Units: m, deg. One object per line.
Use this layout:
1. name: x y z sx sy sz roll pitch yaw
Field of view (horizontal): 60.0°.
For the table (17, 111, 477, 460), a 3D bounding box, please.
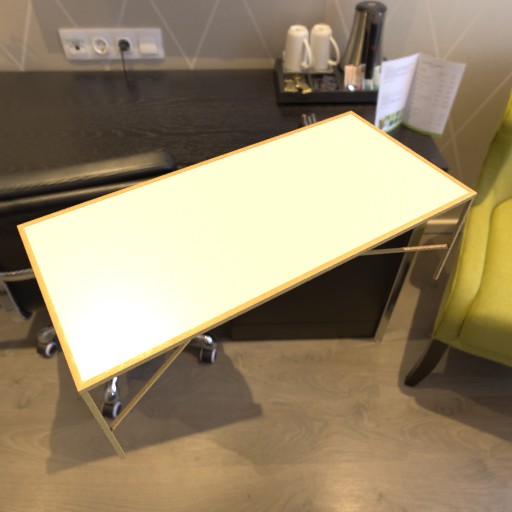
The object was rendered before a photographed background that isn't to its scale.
1. table: 0.000 0.000 1.427 1.206 0.398 0.580 -24 51 -21
